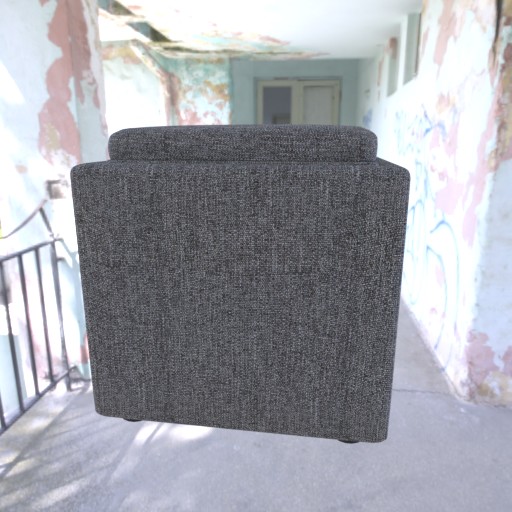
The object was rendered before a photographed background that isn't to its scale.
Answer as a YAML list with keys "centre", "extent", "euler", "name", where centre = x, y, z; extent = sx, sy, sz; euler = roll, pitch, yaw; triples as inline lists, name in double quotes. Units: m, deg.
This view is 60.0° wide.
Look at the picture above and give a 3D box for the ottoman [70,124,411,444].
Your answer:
- centre: [0.000, 0.000, 0.816]
  extent: [0.450, 0.460, 0.450]
  euler: [2, 15, 8]
  name: "ottoman"
